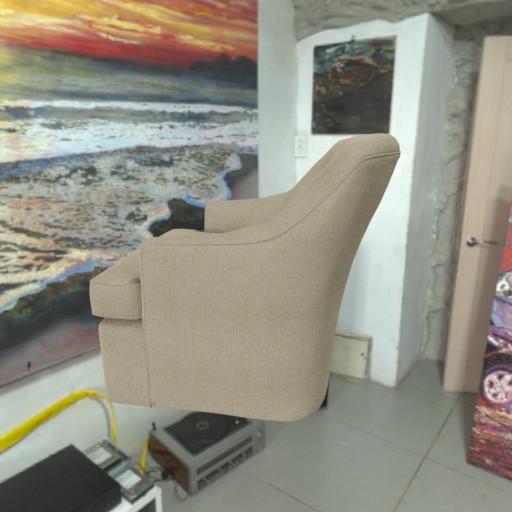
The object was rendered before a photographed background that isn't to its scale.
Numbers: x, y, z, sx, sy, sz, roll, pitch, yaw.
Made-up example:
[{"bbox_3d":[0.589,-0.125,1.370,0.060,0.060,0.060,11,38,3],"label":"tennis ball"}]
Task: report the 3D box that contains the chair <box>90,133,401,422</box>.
[{"bbox_3d":[0.000,0.000,1.605,0.923,0.856,0.864,2,15,8],"label":"chair"}]
